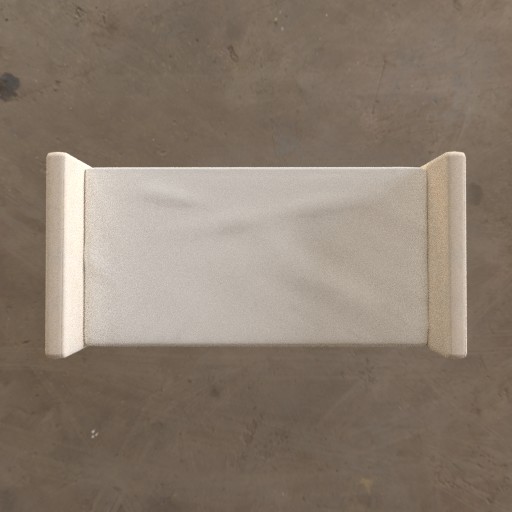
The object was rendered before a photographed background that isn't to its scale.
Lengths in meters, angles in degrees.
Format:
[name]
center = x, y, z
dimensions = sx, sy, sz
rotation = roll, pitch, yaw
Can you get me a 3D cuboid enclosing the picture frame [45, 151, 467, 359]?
[picture frame]
center = 0.000, 0.000, 2.709
dimensions = 2.161, 0.891, 1.069
rotation = 0, 89, 0
